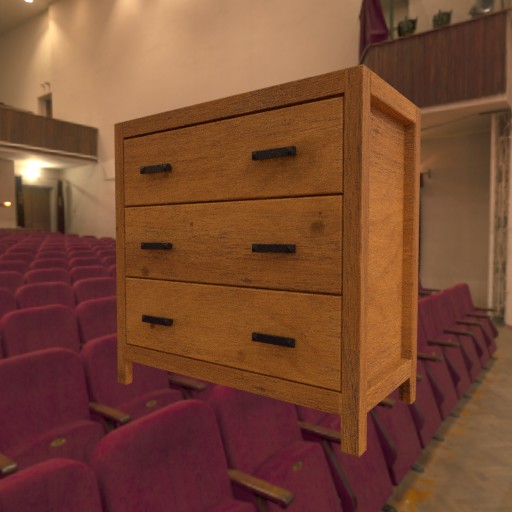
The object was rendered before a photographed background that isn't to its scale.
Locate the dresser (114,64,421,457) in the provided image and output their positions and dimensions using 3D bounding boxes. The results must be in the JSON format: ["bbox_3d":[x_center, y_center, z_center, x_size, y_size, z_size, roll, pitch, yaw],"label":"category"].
[{"bbox_3d":[0.000,0.000,1.290,0.804,0.804,0.427,2,3,36],"label":"dresser"}]
